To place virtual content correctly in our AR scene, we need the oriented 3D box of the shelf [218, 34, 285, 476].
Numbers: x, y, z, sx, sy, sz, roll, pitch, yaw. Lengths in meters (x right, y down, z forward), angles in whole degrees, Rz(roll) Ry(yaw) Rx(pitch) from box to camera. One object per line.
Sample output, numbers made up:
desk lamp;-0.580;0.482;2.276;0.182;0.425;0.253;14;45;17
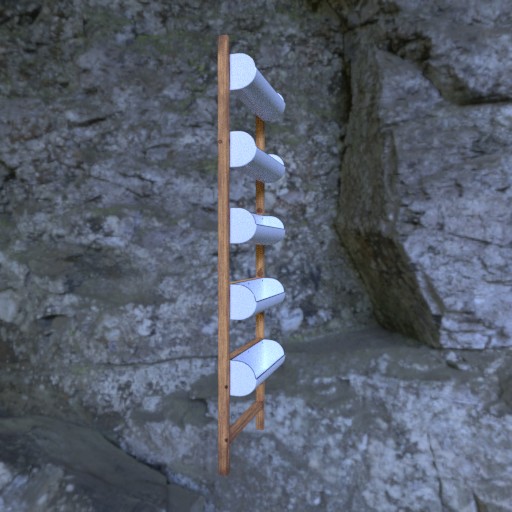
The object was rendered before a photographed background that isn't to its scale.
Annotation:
shelf;0.000;0.000;1.809;0.141;1.600;0.454;0;1;19
